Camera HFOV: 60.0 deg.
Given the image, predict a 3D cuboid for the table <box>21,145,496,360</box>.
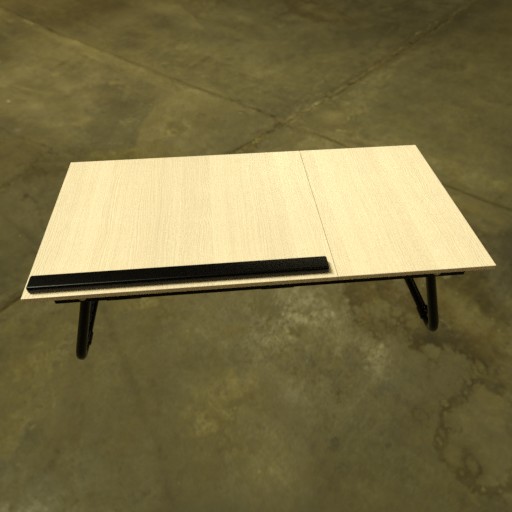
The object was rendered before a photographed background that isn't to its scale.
[{"bbox_3d":[0.000,0.000,0.785,0.644,0.242,0.322,-4,45,-4],"label":"table"}]
